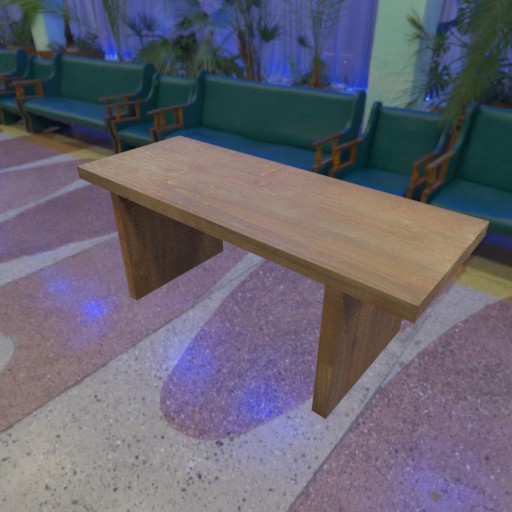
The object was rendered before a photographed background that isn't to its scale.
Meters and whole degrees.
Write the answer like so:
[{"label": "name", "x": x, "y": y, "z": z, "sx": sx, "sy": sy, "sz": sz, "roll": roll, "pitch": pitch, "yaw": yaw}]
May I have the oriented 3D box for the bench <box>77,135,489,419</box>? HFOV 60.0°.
[{"label": "bench", "x": 0.000, "y": 0.000, "z": 1.433, "sx": 1.183, "sy": 0.458, "sz": 0.458, "roll": 24, "pitch": 39, "yaw": 33}]
